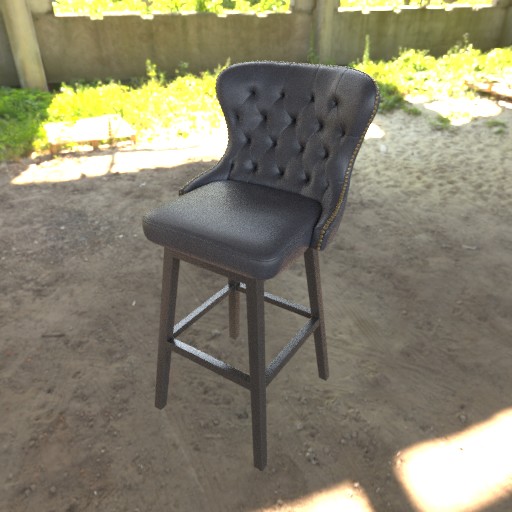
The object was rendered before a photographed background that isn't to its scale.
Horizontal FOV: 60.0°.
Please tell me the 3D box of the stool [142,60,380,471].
[{"bbox_3d":[0.000,0.000,1.373,0.528,1.050,0.601,18,35,29],"label":"stool"}]
